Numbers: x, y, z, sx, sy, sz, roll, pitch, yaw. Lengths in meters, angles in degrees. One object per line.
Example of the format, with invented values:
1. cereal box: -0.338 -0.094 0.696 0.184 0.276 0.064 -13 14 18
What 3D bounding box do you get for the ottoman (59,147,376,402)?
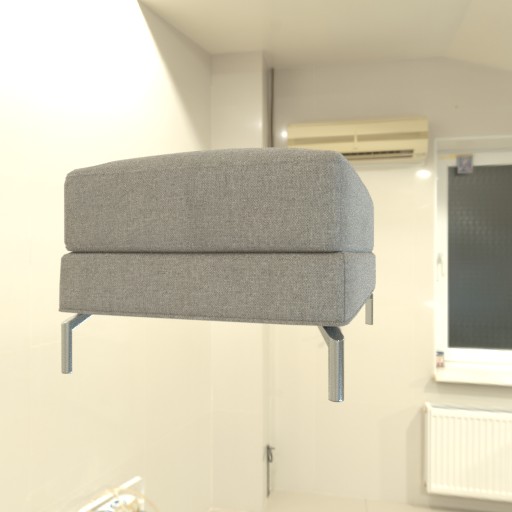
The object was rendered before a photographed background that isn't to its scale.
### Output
1. ottoman: 0.000 0.000 1.173 0.584 0.457 0.838 0 1 18
